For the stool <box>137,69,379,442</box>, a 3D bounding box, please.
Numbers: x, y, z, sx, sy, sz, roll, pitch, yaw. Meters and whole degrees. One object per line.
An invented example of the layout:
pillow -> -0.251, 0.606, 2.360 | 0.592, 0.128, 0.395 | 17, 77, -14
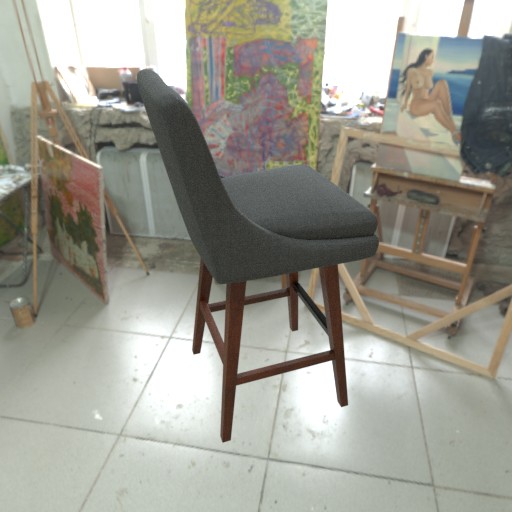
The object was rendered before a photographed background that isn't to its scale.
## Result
stool -> 0.000, 0.000, 1.271 | 0.524, 0.977, 0.447 | -10, 32, -17
